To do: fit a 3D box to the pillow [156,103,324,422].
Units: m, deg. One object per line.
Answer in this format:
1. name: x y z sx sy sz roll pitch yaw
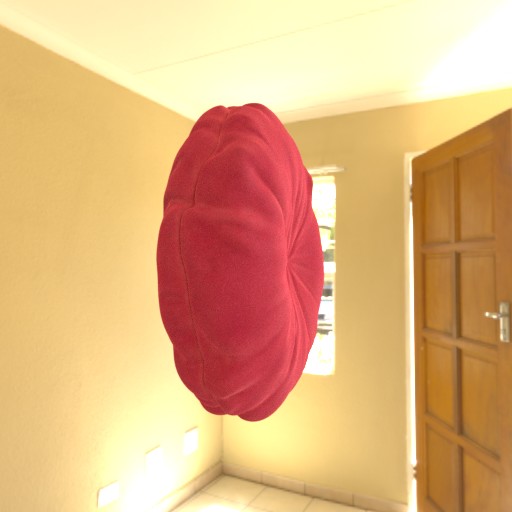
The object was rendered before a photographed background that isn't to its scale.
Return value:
1. pillow: 0.000 0.000 0.624 0.148 0.407 0.428 -1 -2 18
